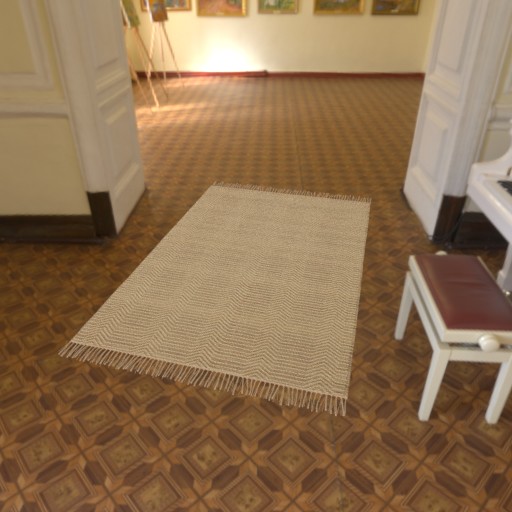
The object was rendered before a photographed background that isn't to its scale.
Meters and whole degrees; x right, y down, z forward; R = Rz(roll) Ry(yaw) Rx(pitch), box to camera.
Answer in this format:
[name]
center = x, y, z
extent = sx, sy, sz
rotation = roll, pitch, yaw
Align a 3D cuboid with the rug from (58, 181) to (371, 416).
[rug]
center = 0.000, 0.000, 3.227
extent = 1.528, 0.034, 2.523
rotation = 8, 33, 13
